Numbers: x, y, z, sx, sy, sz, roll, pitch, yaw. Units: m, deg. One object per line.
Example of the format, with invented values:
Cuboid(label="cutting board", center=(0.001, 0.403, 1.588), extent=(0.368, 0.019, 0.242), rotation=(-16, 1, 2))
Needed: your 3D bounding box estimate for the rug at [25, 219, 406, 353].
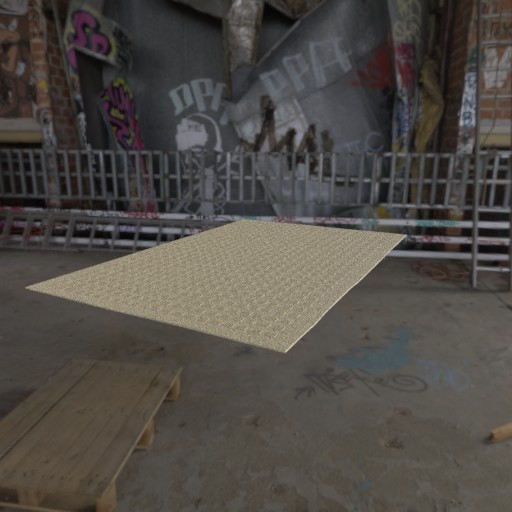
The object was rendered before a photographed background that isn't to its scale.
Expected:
Cuboid(label="rug", center=(0.000, 0.000, 2.234), extent=(1.143, 0.006, 1.747), rotation=(8, 17, 27))
